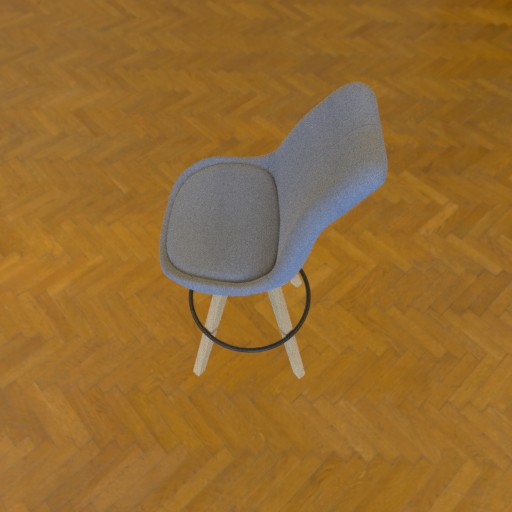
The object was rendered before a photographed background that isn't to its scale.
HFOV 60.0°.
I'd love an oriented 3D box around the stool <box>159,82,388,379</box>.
[{"bbox_3d":[0.000,0.000,1.423,0.550,1.115,0.485,1,58,1],"label":"stool"}]
